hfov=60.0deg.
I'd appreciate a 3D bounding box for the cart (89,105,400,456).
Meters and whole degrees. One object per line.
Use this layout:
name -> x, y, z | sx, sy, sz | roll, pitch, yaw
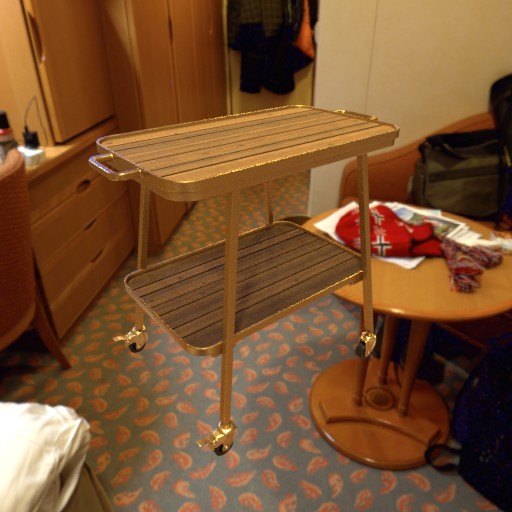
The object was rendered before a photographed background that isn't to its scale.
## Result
cart -> 0.000, 0.000, 1.270 | 0.806, 0.700, 0.524 | -22, 36, -33
